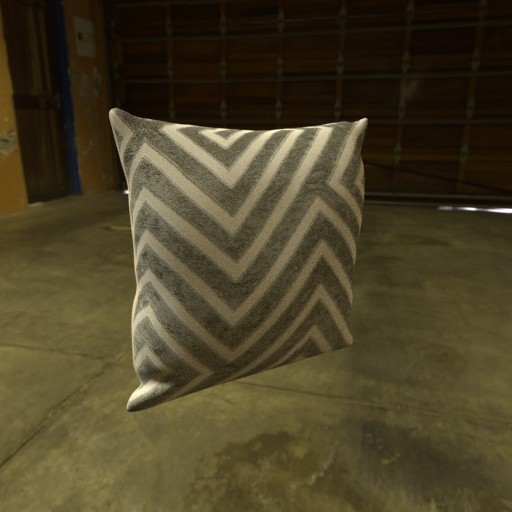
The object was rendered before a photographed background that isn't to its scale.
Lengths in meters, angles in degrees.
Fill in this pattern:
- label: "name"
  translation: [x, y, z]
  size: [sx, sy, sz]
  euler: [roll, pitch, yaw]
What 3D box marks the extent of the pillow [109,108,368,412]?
- label: "pillow"
  translation: [0.000, 0.000, 0.710]
  size: [0.440, 0.441, 0.182]
  euler: [-9, 18, -28]
